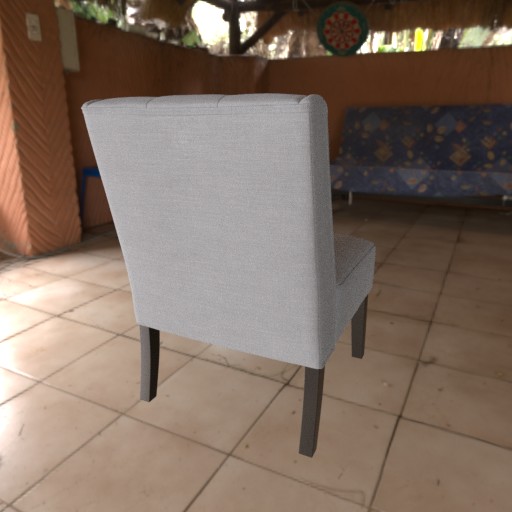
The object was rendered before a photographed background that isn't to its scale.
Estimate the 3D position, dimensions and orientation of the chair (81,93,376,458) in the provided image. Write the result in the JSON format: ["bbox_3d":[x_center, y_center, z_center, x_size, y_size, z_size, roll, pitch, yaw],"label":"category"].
[{"bbox_3d":[0.000,0.000,1.282,0.569,0.853,0.676,8,19,25],"label":"chair"}]
